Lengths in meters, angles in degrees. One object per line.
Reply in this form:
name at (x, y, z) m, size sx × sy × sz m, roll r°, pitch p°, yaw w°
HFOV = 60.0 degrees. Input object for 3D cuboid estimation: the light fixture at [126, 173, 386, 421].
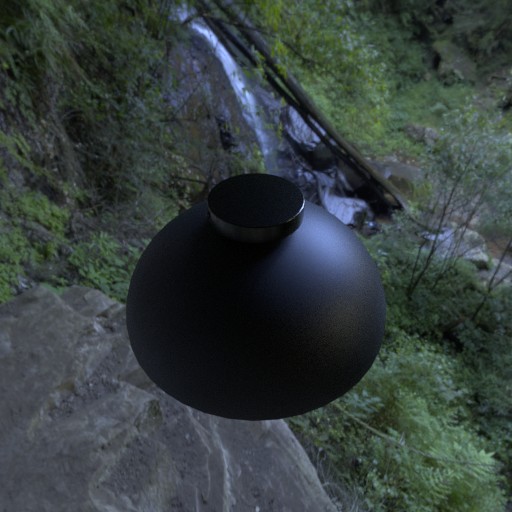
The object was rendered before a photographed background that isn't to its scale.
light fixture at (0.000, 0.000, 0.567) m, size 0.355 × 0.177 × 0.355 m, roll 0°, pitch 41°, yaw 0°
